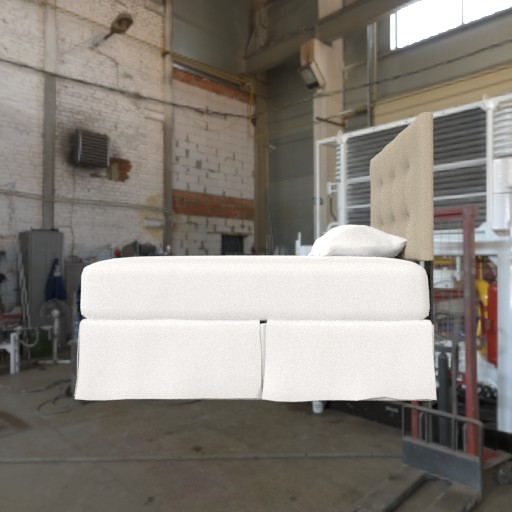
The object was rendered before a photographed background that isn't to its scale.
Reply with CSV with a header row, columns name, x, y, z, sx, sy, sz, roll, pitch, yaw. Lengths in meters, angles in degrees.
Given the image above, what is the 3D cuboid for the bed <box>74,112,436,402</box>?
name,x,y,z,sx,sy,sz,roll,pitch,yaw
bed,0.000,0.000,2.991,1.997,1.571,1.261,0,0,1
